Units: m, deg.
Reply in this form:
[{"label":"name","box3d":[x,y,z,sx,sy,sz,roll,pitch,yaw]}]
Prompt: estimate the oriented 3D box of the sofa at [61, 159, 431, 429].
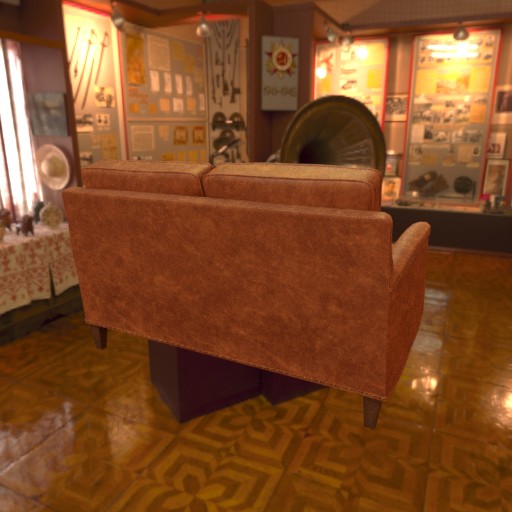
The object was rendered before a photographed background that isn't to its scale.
[{"label":"sofa","box3d":[0.000,0.000,2.280,1.597,1.003,1.084,8,18,26]}]
